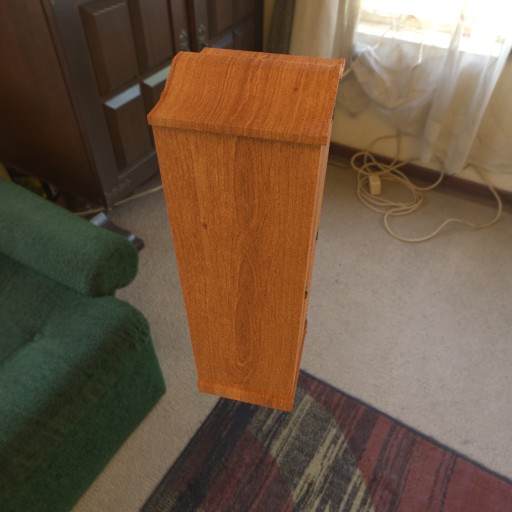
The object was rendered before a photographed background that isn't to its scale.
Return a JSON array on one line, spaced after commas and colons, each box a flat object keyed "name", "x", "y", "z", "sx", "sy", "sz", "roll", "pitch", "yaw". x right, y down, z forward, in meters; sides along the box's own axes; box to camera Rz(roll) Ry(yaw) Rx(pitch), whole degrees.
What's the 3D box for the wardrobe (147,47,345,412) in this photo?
[{"name": "wardrobe", "x": 0.000, "y": 0.000, "z": 2.159, "sx": 0.570, "sy": 1.870, "sz": 0.590, "roll": 9, "pitch": 46, "yaw": 9}]
